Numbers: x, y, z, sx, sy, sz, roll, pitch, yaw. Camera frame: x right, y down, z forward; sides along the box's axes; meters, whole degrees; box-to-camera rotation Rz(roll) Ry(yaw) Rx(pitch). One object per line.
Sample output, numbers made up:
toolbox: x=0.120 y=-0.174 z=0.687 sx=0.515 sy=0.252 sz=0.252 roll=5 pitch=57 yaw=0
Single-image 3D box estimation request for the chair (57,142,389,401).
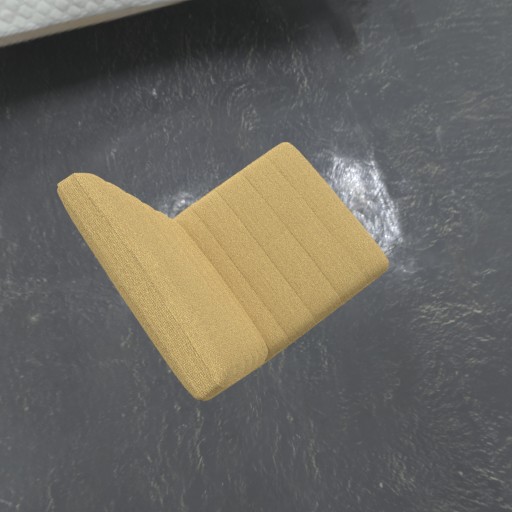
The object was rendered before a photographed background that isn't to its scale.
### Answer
chair: x=0.000 y=0.000 z=1.293 sx=0.634 sy=0.930 sz=0.520 roll=-35 pitch=78 yaw=-9
